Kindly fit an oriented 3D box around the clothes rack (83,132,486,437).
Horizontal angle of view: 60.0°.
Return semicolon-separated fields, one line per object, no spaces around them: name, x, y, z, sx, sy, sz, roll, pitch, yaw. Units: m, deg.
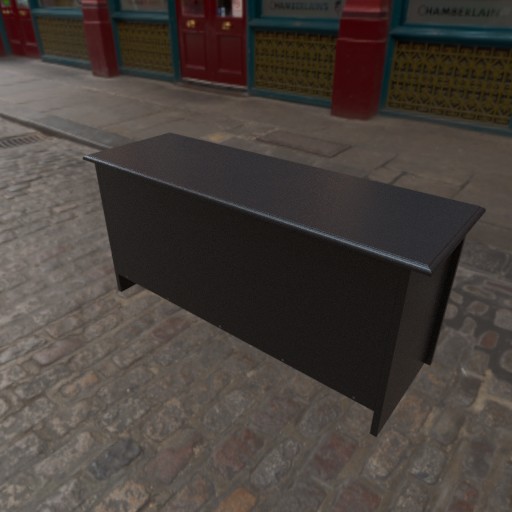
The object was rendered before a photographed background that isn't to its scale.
clothes rack;0.000;0.000;1.487;1.219;0.556;0.406;22;36;32
